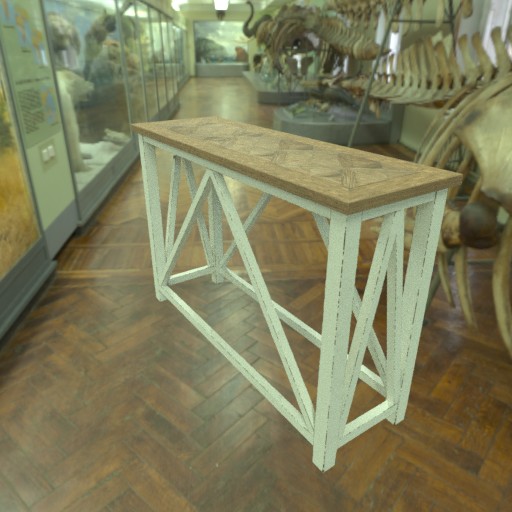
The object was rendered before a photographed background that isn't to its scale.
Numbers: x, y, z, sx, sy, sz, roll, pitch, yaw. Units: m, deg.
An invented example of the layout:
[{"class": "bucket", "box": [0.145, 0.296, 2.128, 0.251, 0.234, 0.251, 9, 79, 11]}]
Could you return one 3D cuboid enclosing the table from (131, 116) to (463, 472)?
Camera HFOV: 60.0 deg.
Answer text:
[{"class": "table", "box": [0.000, 0.000, 1.848, 0.450, 0.930, 1.400, -16, 30, -31]}]
